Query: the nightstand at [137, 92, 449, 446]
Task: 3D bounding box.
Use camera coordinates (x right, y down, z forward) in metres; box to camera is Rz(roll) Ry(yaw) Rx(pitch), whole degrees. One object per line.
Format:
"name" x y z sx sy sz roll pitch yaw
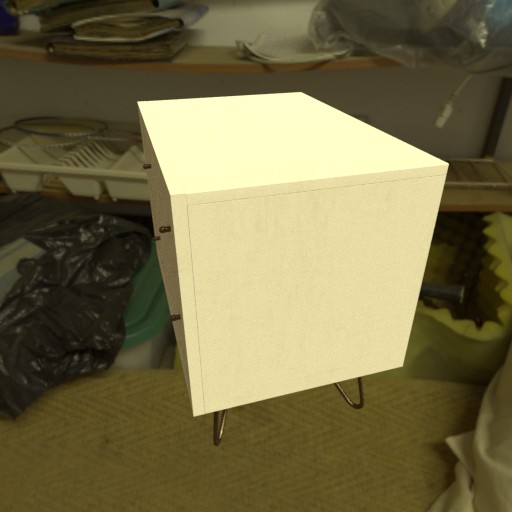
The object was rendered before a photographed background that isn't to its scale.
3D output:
"nightstand" 0.000 0.000 1.040 0.447 0.604 0.614 -9 32 -15
